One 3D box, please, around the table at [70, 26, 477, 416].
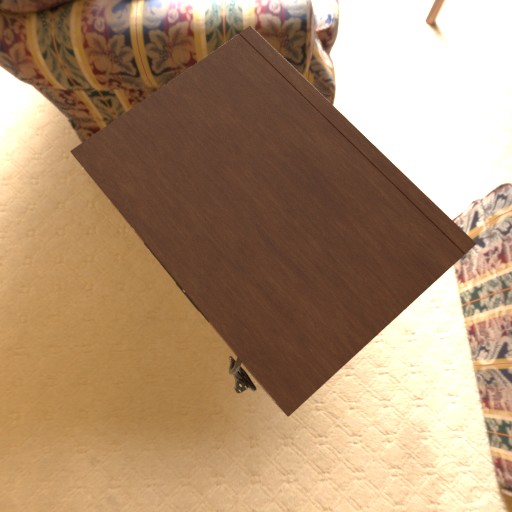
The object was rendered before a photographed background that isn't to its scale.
[{"bbox_3d":[0.000,0.000,1.016,0.449,0.609,0.557,-39,78,-10],"label":"table"}]
